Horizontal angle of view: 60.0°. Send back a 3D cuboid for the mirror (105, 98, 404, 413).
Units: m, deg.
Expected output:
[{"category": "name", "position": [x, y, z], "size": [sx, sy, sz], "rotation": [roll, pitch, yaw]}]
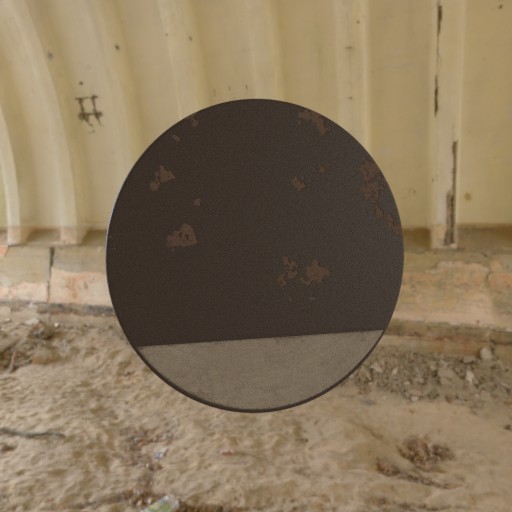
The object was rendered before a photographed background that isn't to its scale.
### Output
[{"category": "mirror", "position": [0.000, 0.000, 0.602], "size": [0.386, 0.386, 0.126], "rotation": [-1, 2, -18]}]
